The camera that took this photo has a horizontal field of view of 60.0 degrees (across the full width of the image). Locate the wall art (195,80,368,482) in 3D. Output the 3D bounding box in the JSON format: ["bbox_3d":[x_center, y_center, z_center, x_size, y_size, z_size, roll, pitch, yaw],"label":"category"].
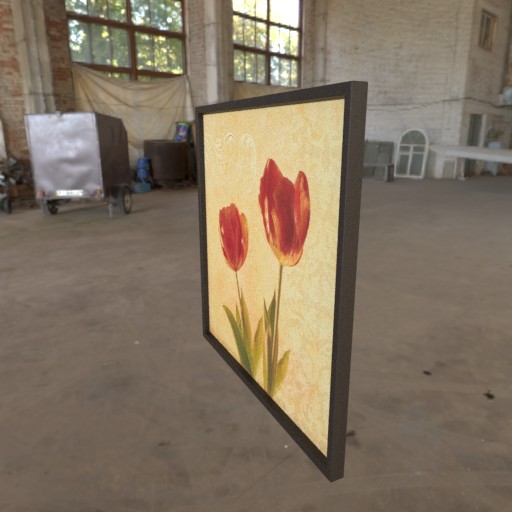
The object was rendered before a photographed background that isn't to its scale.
[{"bbox_3d":[0.000,0.000,1.200,0.043,0.807,0.805,-7,17,-25],"label":"wall art"}]
